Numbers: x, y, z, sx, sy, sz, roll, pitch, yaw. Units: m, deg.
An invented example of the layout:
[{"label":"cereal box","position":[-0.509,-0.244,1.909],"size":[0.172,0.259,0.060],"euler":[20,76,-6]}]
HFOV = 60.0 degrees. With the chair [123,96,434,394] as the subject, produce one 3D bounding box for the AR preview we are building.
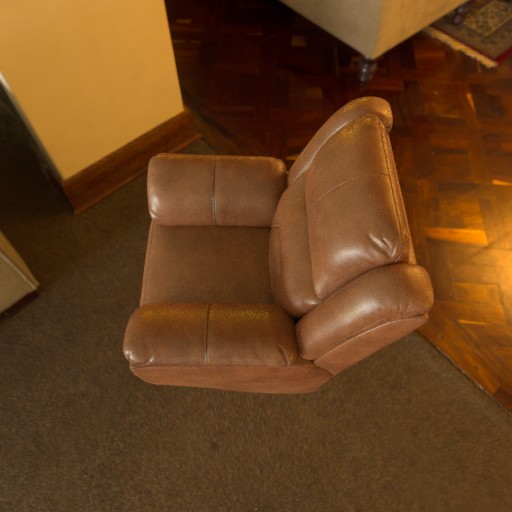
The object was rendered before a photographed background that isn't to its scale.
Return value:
[{"label":"chair","position":[0.000,0.000,1.884],"size":[1.041,1.093,0.990],"euler":[-1,60,0]}]
